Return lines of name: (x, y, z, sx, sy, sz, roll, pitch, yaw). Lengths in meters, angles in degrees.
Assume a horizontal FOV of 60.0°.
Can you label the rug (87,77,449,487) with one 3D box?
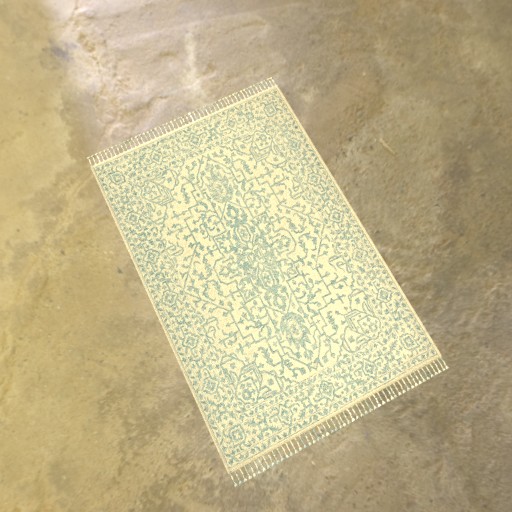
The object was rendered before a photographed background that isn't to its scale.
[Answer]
rug: (0.000, 0.000, 3.024, 1.524, 0.010, 2.438, -26, 76, -7)
